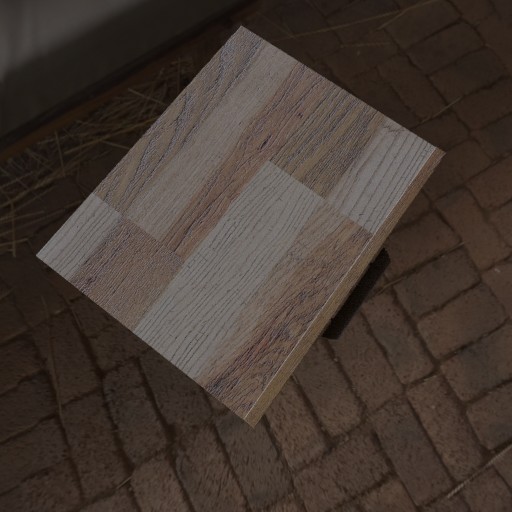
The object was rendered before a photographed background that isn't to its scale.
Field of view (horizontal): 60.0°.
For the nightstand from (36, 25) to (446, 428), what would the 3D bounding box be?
[{"bbox_3d":[0.000,0.000,1.047,0.481,0.632,0.558,36,78,8],"label":"nightstand"}]
